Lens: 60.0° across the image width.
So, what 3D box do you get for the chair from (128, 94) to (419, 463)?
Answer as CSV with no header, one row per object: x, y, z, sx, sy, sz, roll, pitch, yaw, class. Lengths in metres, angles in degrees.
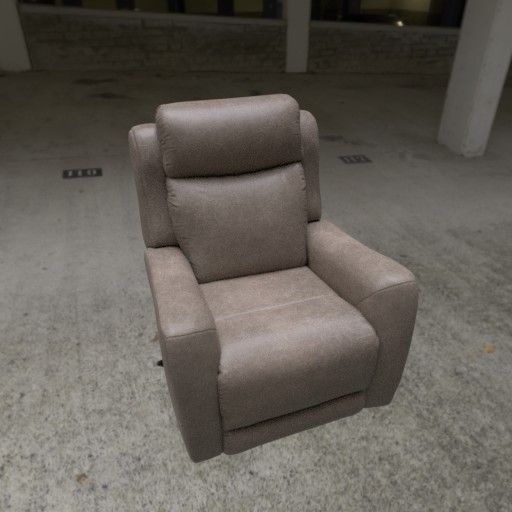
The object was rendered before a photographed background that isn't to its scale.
0.000,0.000,1.894,0.967,1.116,1.068,-10,34,-15,chair
